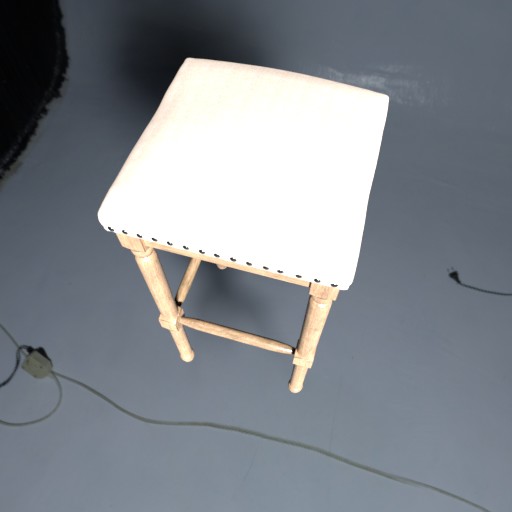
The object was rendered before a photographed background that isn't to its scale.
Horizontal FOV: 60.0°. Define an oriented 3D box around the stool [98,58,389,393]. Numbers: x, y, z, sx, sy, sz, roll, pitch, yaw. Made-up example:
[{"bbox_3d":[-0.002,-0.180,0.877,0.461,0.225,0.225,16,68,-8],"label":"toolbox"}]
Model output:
[{"bbox_3d":[0.000,0.000,0.997,0.383,0.768,0.382,14,60,8],"label":"stool"}]
